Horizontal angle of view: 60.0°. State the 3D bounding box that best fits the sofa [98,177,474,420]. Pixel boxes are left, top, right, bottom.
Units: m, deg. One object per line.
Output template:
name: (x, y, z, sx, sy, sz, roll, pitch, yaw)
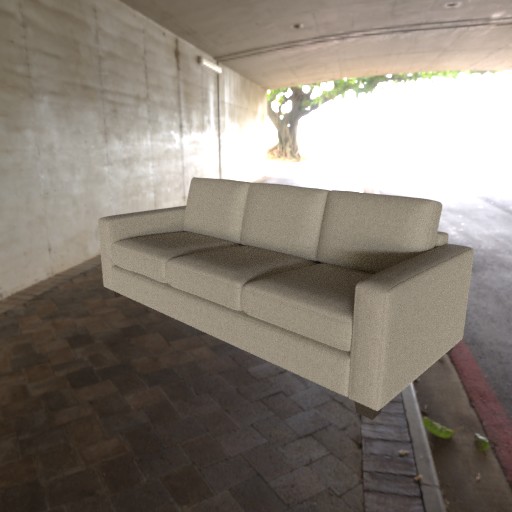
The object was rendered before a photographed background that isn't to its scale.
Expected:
sofa: (0.000, 0.000, 2.633, 2.160, 0.800, 0.900, 14, 20, 42)
